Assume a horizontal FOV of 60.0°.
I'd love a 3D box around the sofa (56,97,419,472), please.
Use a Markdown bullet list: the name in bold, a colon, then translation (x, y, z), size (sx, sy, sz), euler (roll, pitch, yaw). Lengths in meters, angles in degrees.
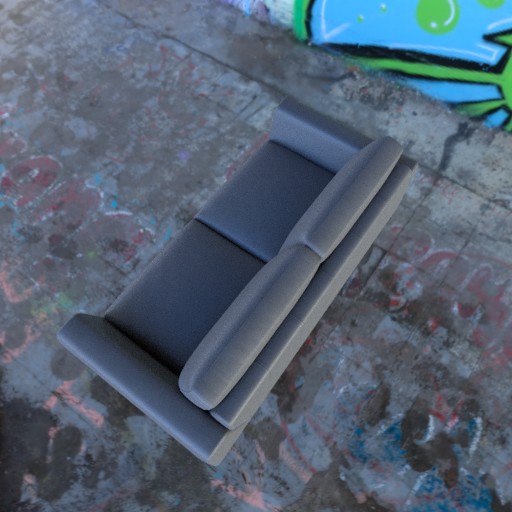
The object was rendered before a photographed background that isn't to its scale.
- **sofa**: translation (0.000, 0.000, 2.517), size (0.953, 0.875, 2.017), euler (33, 66, 16)
